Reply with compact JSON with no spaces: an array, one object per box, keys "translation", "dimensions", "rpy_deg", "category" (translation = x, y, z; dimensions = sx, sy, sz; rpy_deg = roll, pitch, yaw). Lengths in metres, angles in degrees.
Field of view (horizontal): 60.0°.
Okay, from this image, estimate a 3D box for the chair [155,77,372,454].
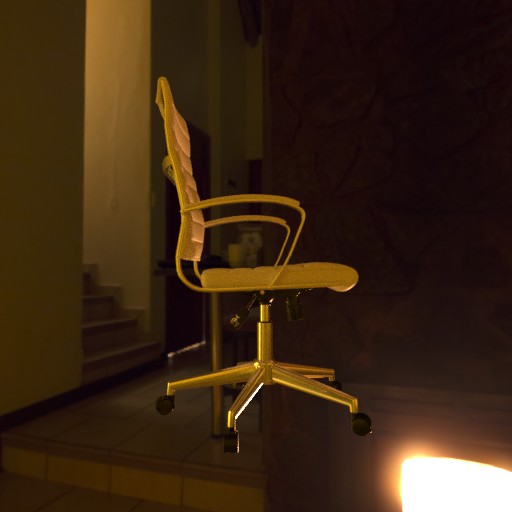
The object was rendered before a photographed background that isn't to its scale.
[{"translation":[0.000,0.000,1.638],"dimensions":[0.739,1.149,0.766],"rpy_deg":[0,-2,-1],"category":"chair"}]
